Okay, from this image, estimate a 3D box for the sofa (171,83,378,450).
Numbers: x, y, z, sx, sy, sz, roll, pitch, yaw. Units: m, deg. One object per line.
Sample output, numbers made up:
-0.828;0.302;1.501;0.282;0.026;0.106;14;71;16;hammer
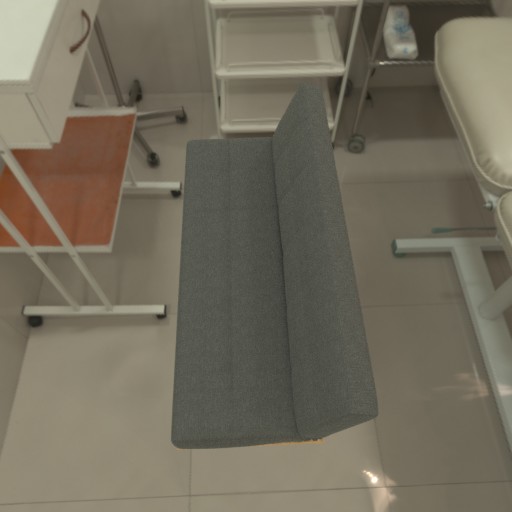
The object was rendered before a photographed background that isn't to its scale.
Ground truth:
0.000;0.000;2.325;0.820;0.770;1.820;-2;59;-1;sofa
